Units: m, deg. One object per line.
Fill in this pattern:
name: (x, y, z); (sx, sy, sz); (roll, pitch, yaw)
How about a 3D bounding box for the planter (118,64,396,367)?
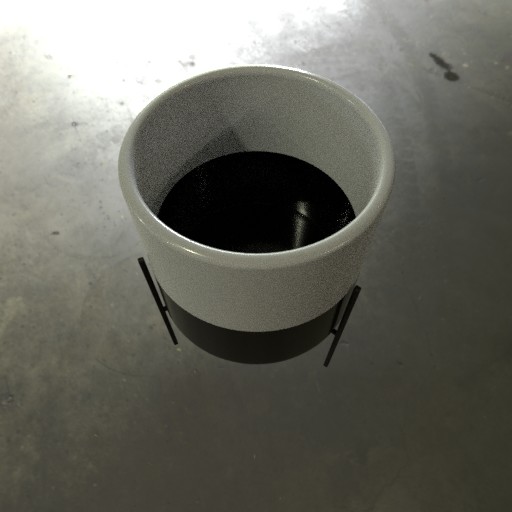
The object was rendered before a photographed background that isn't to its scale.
planter: (0.000, 0.000, 0.661); (0.310, 0.432, 0.310); (-32, 63, -18)
